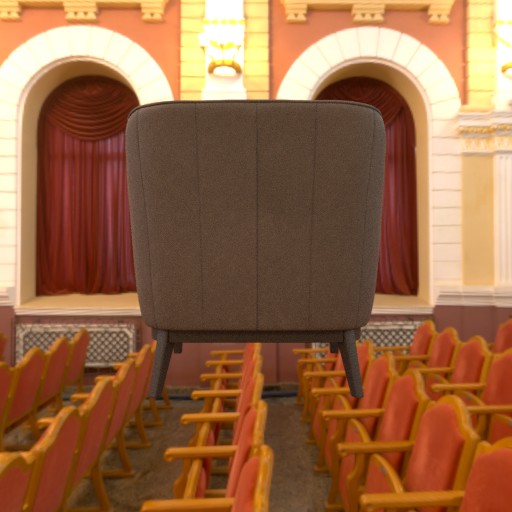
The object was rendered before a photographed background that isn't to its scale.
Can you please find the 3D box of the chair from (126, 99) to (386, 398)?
[{"bbox_3d":[0.000,0.000,1.593,0.871,0.830,0.852,0,-1,0],"label":"chair"}]
